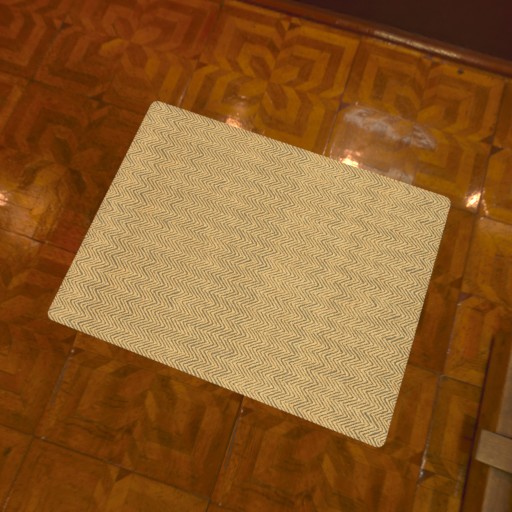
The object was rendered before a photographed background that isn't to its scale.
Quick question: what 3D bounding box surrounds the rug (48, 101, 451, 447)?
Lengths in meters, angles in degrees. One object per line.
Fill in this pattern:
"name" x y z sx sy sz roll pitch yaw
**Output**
"rug" 0.000 0.000 4.209 3.207 0.014 2.439 20 76 5
